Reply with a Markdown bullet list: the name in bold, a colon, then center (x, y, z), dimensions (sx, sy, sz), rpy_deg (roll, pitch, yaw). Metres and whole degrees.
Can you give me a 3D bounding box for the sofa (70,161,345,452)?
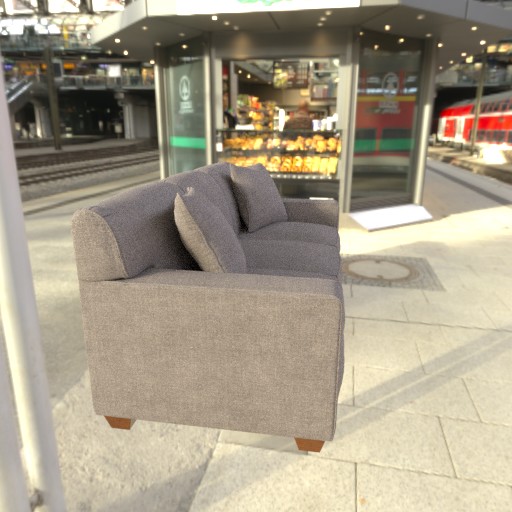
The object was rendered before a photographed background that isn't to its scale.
- **sofa**: center (0.000, 0.000, 2.518), dimensions (0.997, 0.958, 2.024), rpy_deg (3, 17, 9)
